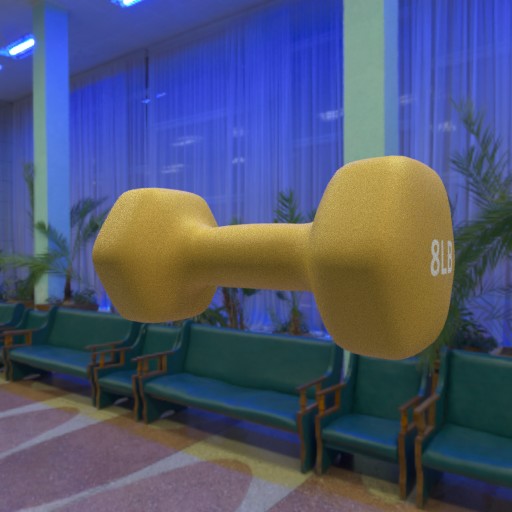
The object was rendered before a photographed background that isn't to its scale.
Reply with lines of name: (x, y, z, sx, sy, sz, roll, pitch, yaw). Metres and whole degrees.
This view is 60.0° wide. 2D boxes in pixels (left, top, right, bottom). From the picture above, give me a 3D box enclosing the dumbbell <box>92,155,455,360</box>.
dumbbell: (0.000, 0.000, 0.236, 0.190, 0.082, 0.090, 0, 1, 38)
